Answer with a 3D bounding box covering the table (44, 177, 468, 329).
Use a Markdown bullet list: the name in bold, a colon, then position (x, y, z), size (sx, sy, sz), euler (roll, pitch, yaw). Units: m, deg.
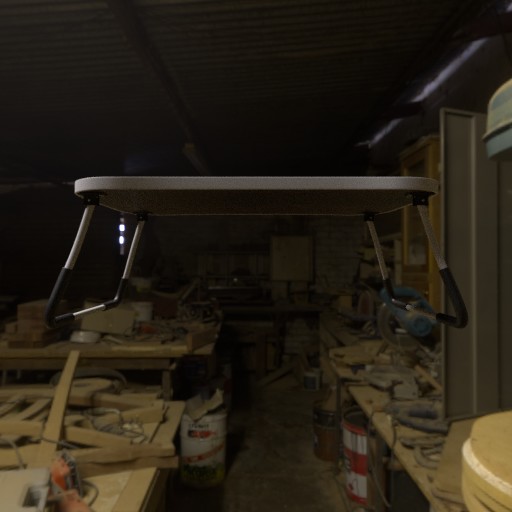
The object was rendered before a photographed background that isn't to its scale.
- **table**: position (0.000, 0.000, 0.856), size (0.660, 0.232, 0.400), euler (0, 0, 0)
